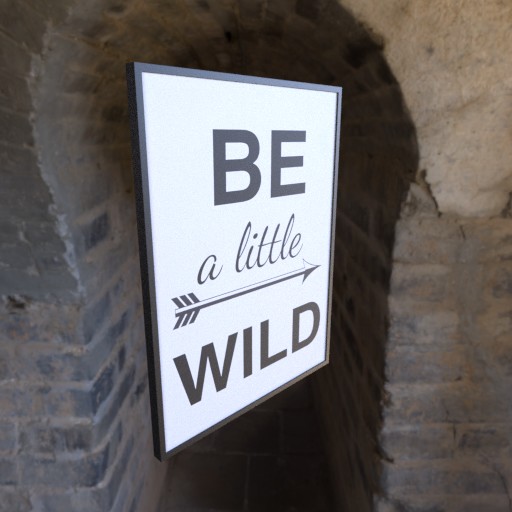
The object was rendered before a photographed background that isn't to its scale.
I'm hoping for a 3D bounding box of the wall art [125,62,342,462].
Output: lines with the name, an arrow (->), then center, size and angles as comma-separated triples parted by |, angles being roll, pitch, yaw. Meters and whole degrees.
wall art -> 0.000, 0.000, 1.415 | 0.038, 1.062, 0.806 | 15, 21, 43
